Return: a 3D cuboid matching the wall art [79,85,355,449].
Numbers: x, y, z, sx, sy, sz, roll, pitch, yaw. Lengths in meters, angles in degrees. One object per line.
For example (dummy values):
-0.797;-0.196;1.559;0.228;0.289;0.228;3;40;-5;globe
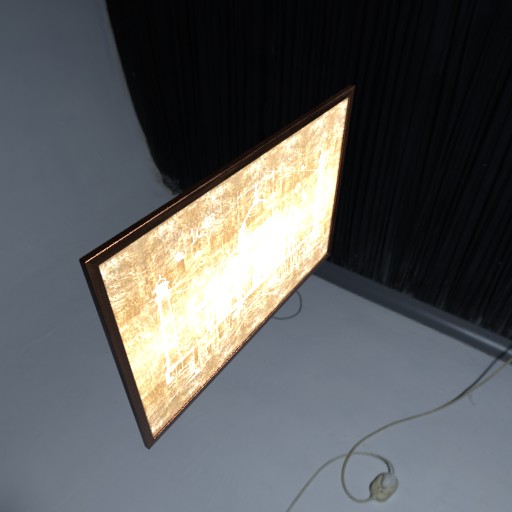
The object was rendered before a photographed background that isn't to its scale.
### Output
0.000;0.000;1.046;0.014;0.559;0.816;26;48;26;wall art
